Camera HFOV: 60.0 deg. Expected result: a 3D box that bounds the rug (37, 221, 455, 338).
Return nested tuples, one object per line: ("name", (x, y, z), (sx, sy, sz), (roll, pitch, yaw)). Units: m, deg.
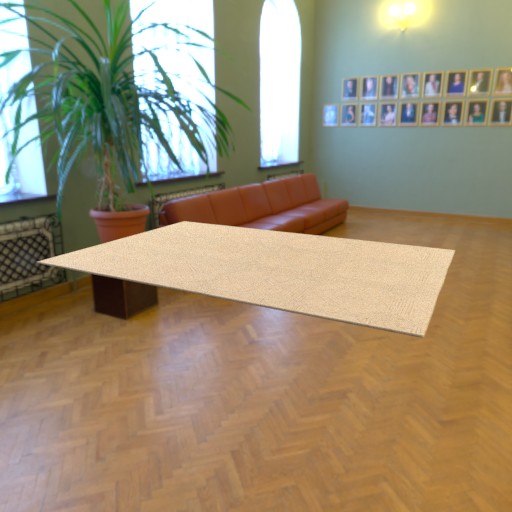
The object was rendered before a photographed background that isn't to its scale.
("rug", (0.000, 0.000, 2.330), (1.839, 0.009, 1.236), (8, 17, 27))
